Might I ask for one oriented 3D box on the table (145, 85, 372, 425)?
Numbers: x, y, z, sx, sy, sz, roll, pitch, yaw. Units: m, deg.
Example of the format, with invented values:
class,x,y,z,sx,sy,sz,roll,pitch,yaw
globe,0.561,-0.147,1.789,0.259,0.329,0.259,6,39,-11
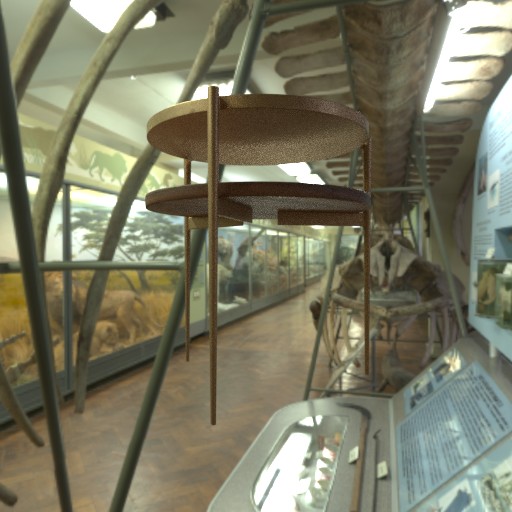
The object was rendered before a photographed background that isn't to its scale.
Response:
class,x,y,z,sx,sy,sz,roll,pitch,yaw
table,0.000,0.000,0.859,0.430,0.493,0.456,0,0,17
